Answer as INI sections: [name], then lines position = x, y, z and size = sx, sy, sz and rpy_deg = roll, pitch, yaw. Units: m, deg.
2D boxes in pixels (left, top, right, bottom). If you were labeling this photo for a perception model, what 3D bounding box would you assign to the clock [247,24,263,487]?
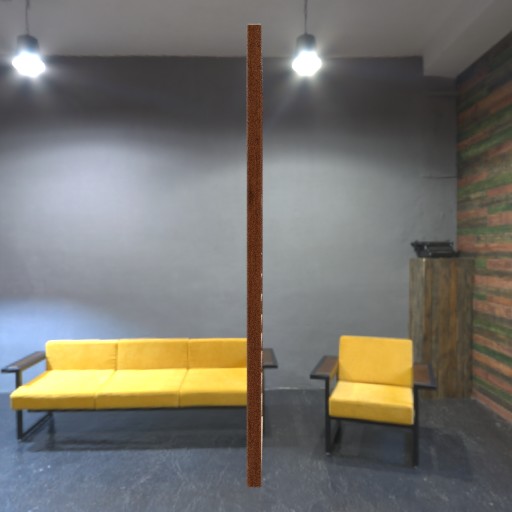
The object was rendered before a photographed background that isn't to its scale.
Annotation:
[clock]
position = 0.000, 0.000, 1.103
size = 0.030, 0.965, 0.361
rpy_deg = 0, 1, 1
